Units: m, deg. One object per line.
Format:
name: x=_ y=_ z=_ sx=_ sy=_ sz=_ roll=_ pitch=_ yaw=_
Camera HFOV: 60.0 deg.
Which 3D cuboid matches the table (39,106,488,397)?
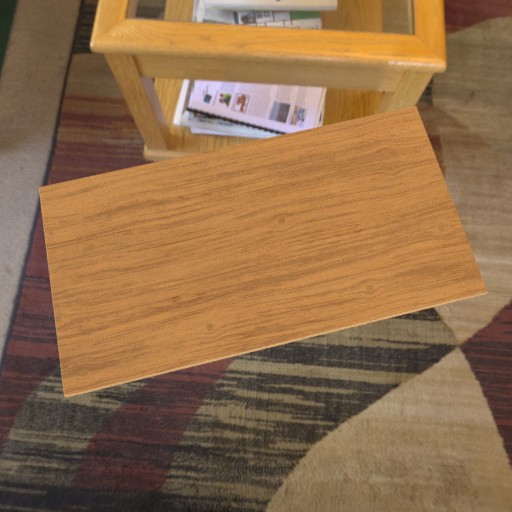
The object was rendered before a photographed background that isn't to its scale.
table: x=0.000 y=0.000 z=1.647 sx=1.331 sy=0.445 sz=0.693 roll=-13 pitch=75 yaw=-4
